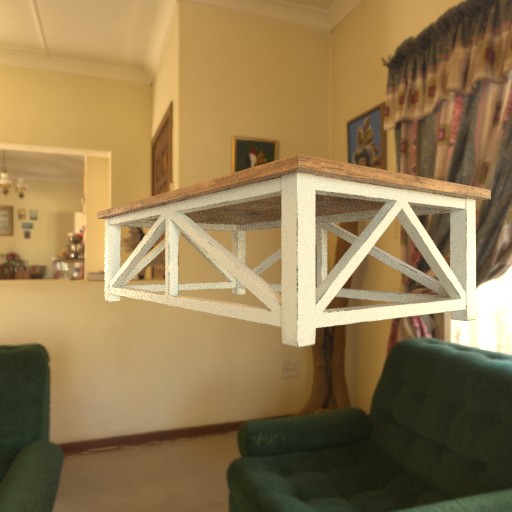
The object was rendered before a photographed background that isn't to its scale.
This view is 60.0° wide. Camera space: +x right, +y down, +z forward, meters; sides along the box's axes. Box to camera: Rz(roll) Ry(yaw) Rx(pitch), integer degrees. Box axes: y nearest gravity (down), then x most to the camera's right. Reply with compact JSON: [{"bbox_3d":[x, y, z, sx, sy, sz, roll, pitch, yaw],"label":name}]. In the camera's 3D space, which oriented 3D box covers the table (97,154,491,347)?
[{"bbox_3d":[0.000,0.000,1.716,0.800,0.410,1.400,0,-1,-36],"label":"table"}]
